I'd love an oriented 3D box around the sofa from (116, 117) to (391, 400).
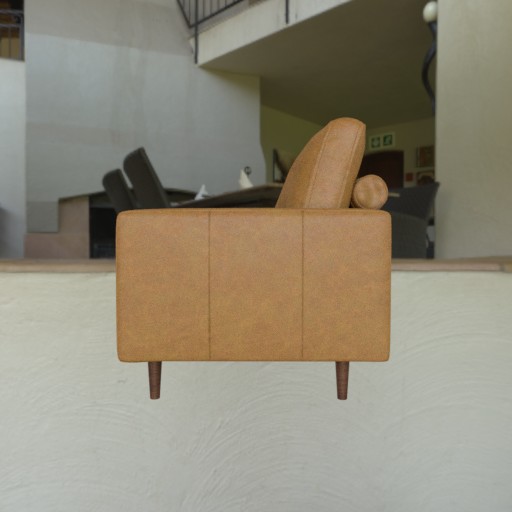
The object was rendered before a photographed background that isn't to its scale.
[{"bbox_3d":[0.000,0.000,1.974,0.868,0.898,1.430,0,1,0],"label":"sofa"}]
